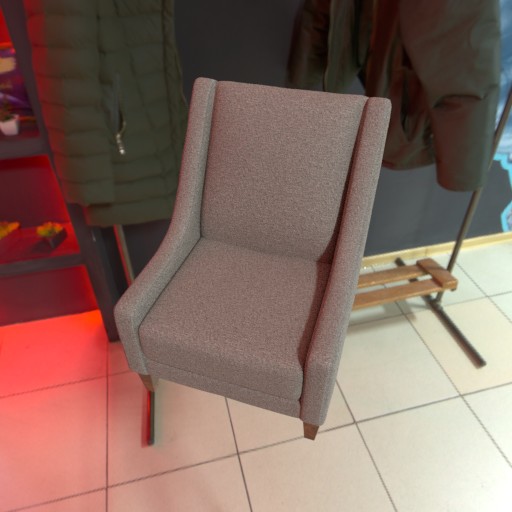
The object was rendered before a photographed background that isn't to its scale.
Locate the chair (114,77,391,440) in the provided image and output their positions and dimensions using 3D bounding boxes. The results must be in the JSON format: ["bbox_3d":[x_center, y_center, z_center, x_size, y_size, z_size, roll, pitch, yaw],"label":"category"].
[{"bbox_3d":[0.000,0.000,1.682,0.774,1.016,0.870,12,41,14],"label":"chair"}]
